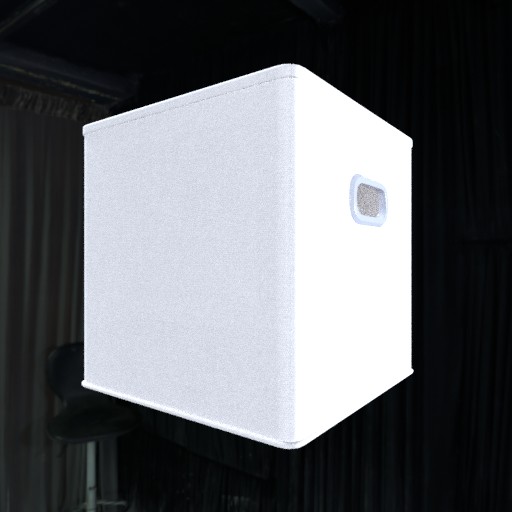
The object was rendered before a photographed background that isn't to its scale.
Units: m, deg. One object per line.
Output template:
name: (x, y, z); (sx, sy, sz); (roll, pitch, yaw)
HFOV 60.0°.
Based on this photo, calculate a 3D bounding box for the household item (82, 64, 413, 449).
household item: (0.000, 0.000, 0.555); (0.305, 0.305, 0.305); (0, 0, 37)
